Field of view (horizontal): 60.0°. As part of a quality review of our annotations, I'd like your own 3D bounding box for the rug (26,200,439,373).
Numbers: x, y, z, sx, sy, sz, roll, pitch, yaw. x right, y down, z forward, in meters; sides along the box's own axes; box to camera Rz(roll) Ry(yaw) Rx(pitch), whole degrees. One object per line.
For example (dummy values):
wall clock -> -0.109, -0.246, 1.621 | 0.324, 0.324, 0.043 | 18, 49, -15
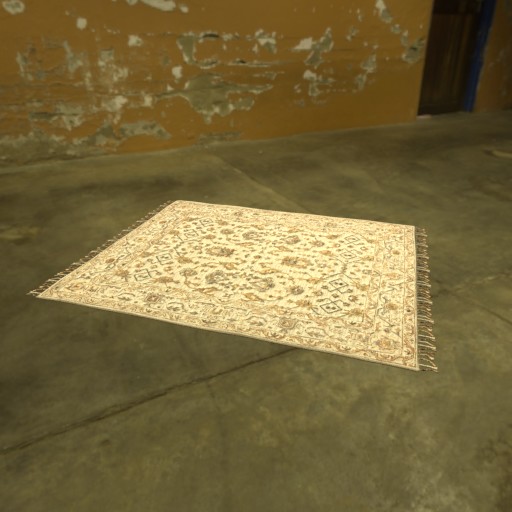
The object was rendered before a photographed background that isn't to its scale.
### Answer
rug -> 0.000, 0.000, 4.105 | 3.061, 0.034, 2.426 | 8, 27, 16
